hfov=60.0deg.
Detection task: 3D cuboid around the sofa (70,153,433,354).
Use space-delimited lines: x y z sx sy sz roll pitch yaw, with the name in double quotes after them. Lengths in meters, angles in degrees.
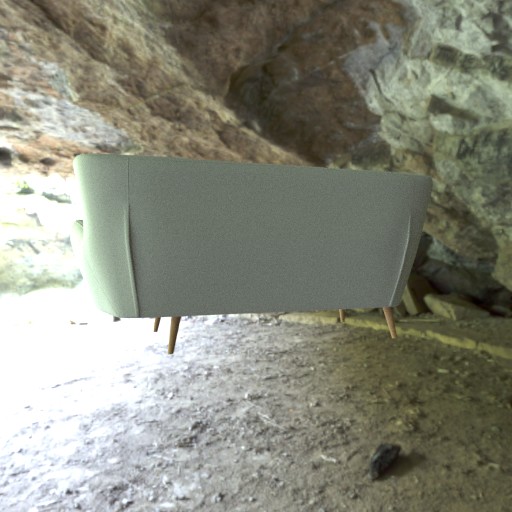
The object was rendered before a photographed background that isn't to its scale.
0.000 0.000 2.426 1.930 0.890 0.899 0 1 -18 "sofa"
